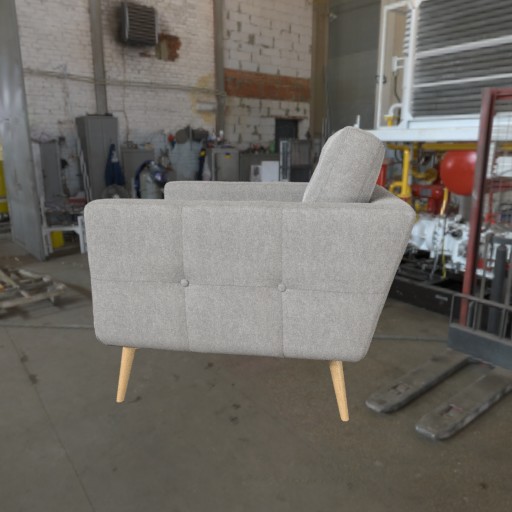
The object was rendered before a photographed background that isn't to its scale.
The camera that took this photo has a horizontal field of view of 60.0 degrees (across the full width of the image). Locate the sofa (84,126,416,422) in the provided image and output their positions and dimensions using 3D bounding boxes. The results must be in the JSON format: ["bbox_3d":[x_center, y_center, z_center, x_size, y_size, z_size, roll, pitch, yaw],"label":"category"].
[{"bbox_3d":[0.000,0.000,1.561,0.920,0.860,0.770,2,14,8],"label":"sofa"}]
